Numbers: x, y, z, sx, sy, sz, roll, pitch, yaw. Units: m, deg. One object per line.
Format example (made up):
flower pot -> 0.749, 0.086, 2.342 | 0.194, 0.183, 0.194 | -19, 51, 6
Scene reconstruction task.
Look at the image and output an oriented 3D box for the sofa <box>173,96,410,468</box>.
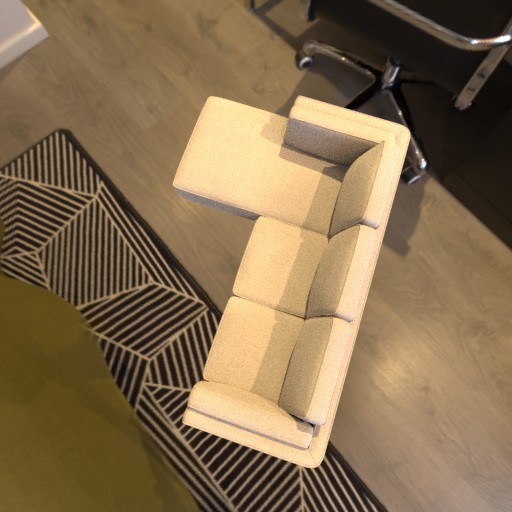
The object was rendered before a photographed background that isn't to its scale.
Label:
sofa -> 0.000, 0.000, 3.227 | 1.604, 0.929, 2.411 | 18, 76, 5
